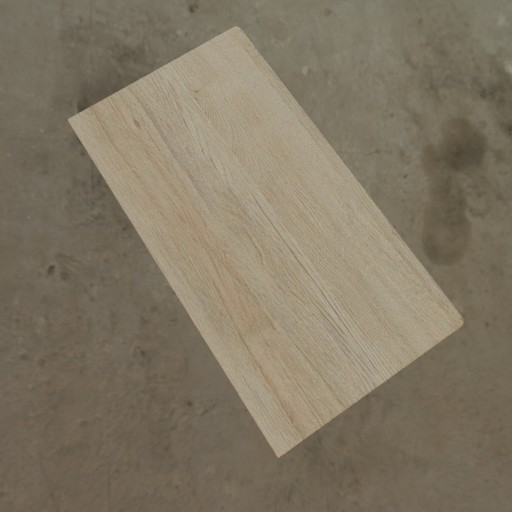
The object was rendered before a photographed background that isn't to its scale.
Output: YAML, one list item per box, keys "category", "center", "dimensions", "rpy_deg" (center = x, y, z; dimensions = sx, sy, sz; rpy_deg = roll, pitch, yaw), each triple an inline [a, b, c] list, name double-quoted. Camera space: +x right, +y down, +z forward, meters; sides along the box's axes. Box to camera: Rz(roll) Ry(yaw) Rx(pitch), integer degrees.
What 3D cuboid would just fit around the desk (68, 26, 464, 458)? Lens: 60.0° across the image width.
- category: "desk"
  center: [0.000, 0.000, 1.361]
  dimensions: [0.480, 0.770, 0.885]
  rpy_deg: [-33, 79, -7]
